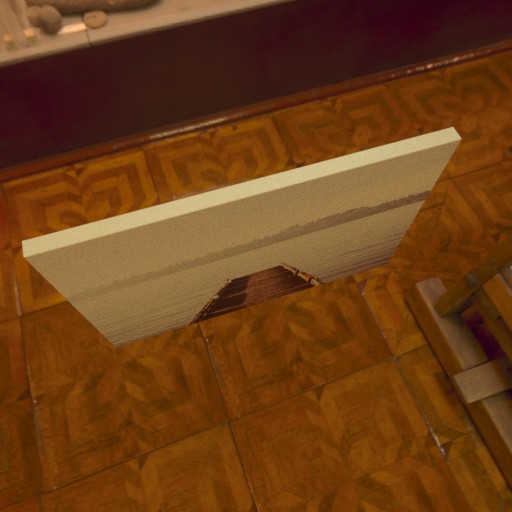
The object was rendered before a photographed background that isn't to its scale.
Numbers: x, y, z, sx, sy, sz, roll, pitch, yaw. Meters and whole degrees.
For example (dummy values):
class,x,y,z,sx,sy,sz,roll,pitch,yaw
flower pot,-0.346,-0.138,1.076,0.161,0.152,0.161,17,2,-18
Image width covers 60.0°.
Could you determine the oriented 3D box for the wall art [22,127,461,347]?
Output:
class,x,y,z,sx,sy,sz,roll,pitch,yaw
wall art,0.000,0.000,1.160,0.916,0.609,0.037,-16,64,-8
